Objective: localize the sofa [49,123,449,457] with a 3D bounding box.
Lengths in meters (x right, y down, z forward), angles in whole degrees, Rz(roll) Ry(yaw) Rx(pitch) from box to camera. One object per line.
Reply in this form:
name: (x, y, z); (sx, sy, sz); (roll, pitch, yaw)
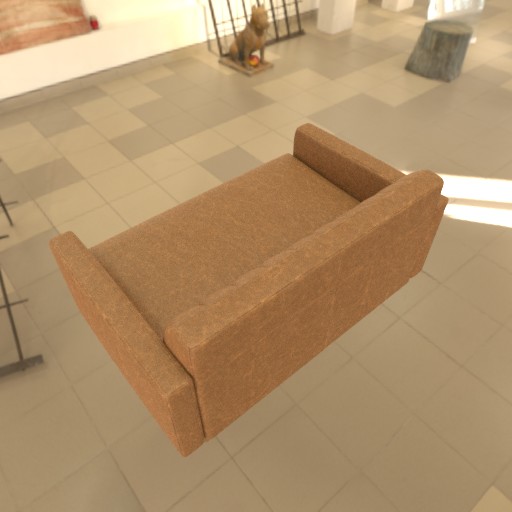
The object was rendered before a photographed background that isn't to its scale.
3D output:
sofa: (0.000, 0.000, 2.105); (1.549, 0.820, 0.960); (-31, 53, -27)
